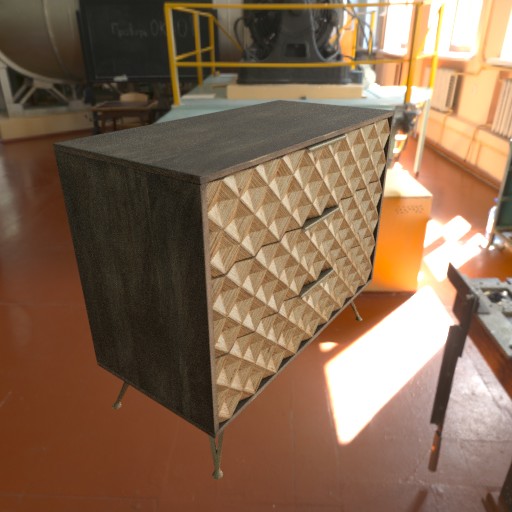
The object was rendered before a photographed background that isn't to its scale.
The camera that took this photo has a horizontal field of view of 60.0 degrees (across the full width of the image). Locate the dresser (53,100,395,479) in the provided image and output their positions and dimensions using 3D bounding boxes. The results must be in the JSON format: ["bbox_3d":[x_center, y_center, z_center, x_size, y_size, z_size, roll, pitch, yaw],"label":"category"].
[{"bbox_3d":[0.000,0.000,1.384,0.453,0.801,0.923,18,32,32],"label":"dresser"}]
